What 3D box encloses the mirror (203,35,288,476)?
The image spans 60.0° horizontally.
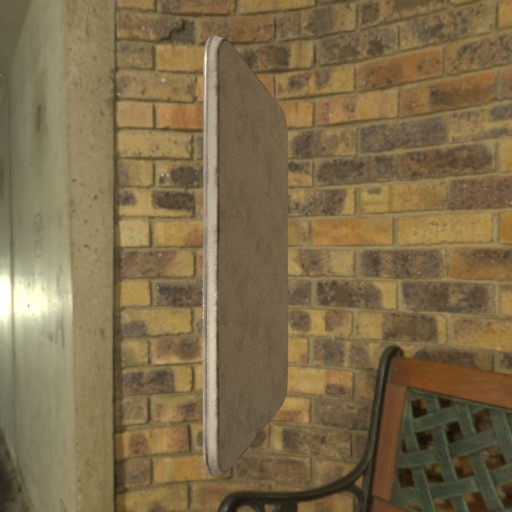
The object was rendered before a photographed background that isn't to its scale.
[{"bbox_3d":[0.000,0.000,0.888,0.024,0.713,0.461,0,-1,18],"label":"mirror"}]
